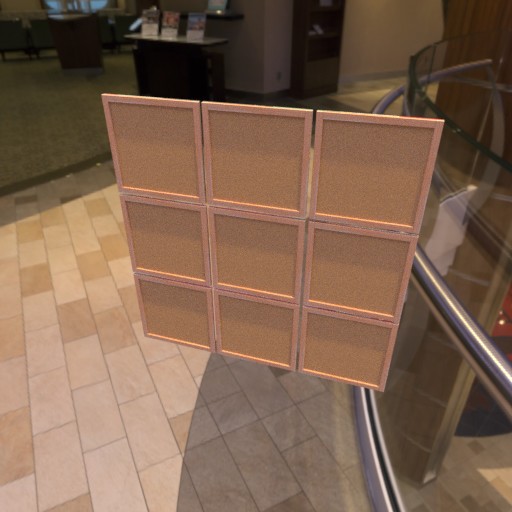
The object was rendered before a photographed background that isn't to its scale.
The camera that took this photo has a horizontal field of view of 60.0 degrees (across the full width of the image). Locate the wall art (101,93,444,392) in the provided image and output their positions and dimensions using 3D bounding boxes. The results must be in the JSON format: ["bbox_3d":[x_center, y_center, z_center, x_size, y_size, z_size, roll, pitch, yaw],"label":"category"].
[{"bbox_3d":[0.000,0.000,1.380,0.911,0.910,0.012,10,33,15],"label":"wall art"}]
